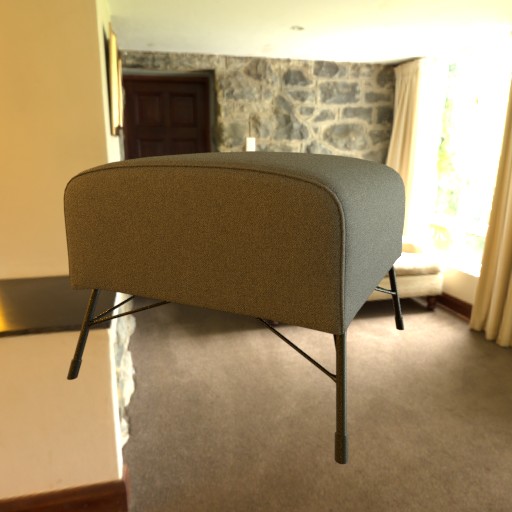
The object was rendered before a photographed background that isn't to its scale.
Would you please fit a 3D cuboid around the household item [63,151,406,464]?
[{"bbox_3d":[0.000,0.000,0.891,0.530,0.410,0.530,6,15,25],"label":"household item"}]
